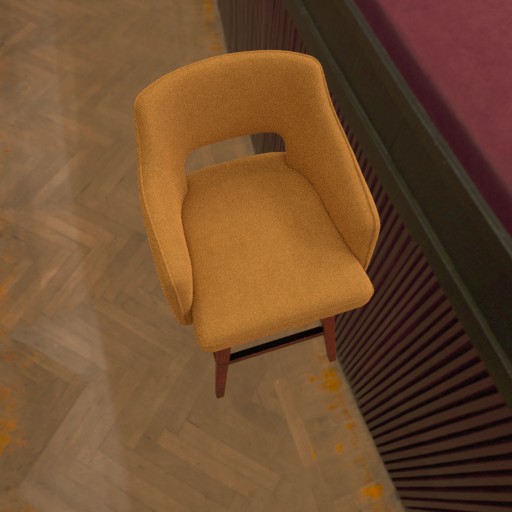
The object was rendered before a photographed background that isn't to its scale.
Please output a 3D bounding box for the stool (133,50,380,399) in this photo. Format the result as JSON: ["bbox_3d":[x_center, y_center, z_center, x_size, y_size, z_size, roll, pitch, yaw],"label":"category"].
[{"bbox_3d":[0.000,0.000,1.338,0.548,1.012,0.558,-16,64,-8],"label":"stool"}]
